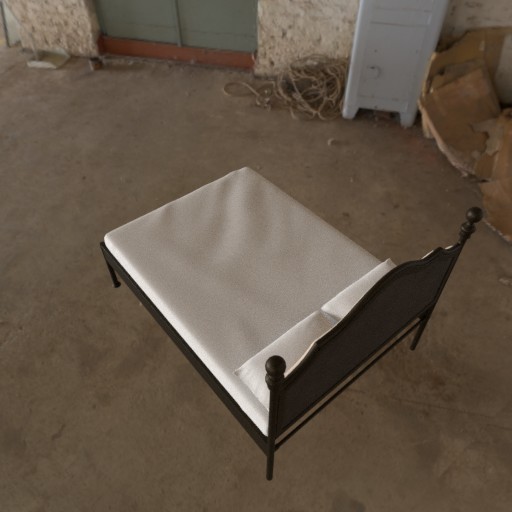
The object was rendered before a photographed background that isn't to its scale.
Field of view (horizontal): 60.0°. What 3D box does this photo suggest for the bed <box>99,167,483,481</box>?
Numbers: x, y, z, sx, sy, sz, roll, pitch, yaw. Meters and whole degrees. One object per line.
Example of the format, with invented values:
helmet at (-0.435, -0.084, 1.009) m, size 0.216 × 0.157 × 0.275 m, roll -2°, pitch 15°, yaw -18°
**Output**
bed at (0.000, 0.000, 3.318) m, size 1.642 × 1.499 × 2.224 m, roll -31°, pitch 54°, yaw -26°
